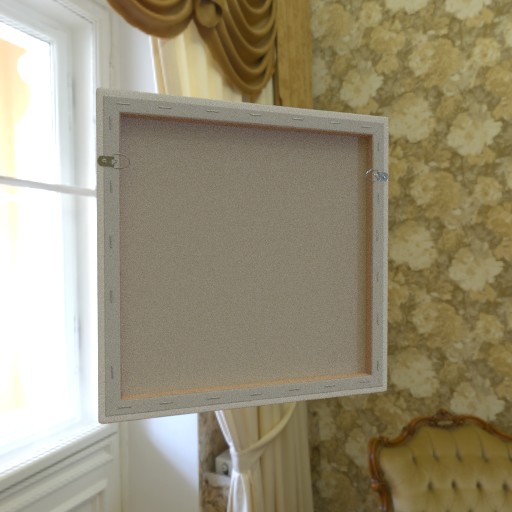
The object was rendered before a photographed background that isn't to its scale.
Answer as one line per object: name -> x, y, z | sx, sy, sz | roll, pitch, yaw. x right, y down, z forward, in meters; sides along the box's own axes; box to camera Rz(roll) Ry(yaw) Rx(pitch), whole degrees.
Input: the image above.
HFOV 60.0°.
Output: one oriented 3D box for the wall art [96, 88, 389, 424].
wall art -> 0.000, 0.000, 1.352 | 0.912, 0.914, 0.039 | 0, 1, -18
